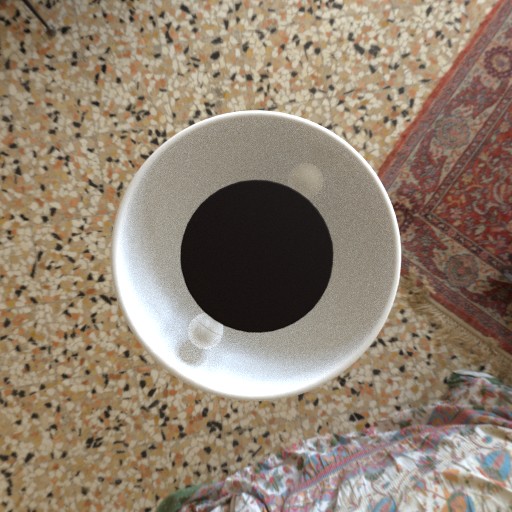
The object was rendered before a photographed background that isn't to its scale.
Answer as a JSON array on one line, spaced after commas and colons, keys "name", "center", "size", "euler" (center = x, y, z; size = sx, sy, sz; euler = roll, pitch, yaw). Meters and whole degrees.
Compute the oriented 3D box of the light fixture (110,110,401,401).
[{"name": "light fixture", "center": [0.000, 0.000, 0.525], "size": [0.331, 0.212, 0.331], "euler": [0, 90, -1]}]
